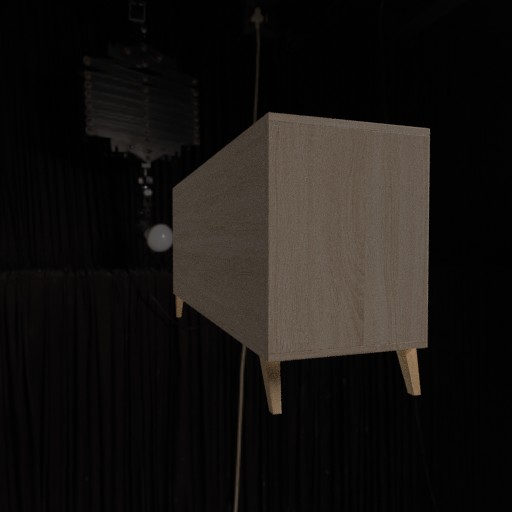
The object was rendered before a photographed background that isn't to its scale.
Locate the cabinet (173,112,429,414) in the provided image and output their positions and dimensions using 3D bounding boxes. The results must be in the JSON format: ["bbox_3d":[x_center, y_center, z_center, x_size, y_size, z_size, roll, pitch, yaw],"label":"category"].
[{"bbox_3d":[0.000,0.000,1.997,0.500,0.780,1.649,-1,2,-19],"label":"cabinet"}]
